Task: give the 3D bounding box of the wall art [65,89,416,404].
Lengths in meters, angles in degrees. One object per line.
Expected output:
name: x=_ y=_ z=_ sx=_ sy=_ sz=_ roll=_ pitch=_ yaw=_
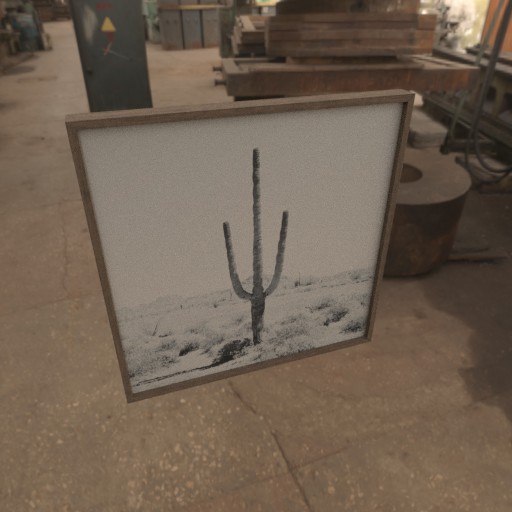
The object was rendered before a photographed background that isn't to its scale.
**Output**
wall art: x=0.000 y=0.000 z=0.761 sx=0.508 sy=0.508 sz=0.038 roll=-10 pitch=33 yaw=-16
